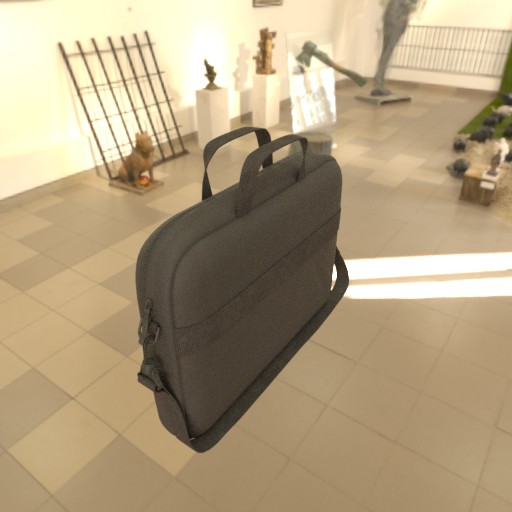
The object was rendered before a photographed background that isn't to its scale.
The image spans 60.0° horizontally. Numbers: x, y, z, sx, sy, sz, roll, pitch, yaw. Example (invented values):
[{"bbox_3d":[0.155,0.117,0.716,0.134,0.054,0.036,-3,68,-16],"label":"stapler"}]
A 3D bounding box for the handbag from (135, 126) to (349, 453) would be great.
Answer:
[{"bbox_3d":[0.000,0.000,0.439,0.089,0.244,0.320,20,37,29],"label":"handbag"}]
